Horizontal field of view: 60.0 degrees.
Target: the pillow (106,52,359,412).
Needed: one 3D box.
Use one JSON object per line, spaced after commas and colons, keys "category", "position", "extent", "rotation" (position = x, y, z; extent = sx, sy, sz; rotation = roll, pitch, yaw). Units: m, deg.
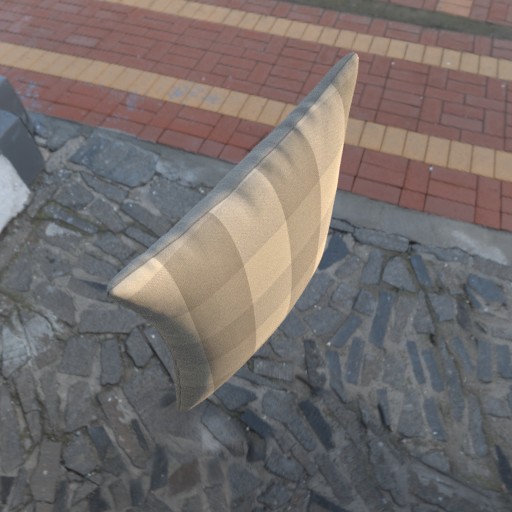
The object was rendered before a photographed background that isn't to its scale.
{"category": "pillow", "position": [0.000, 0.000, 0.775], "extent": [0.161, 0.509, 0.511], "rotation": [32, 63, 18]}
